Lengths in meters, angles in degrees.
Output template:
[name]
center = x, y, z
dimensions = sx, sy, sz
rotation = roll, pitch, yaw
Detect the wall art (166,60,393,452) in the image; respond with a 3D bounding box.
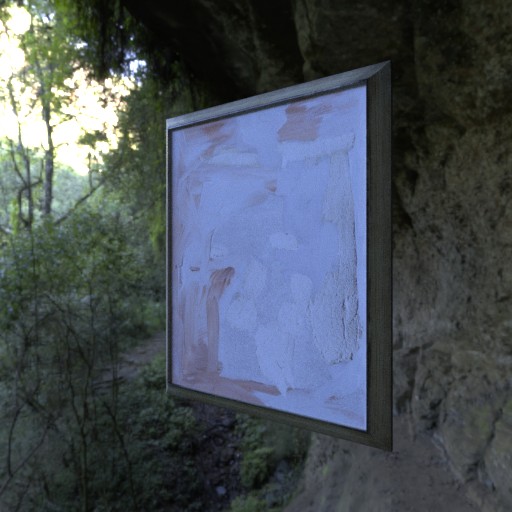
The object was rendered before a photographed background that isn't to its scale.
[wall art]
center = 0.000, 0.000, 0.623
dimensions = 0.381, 0.457, 0.023
rotation = 0, 0, 36
